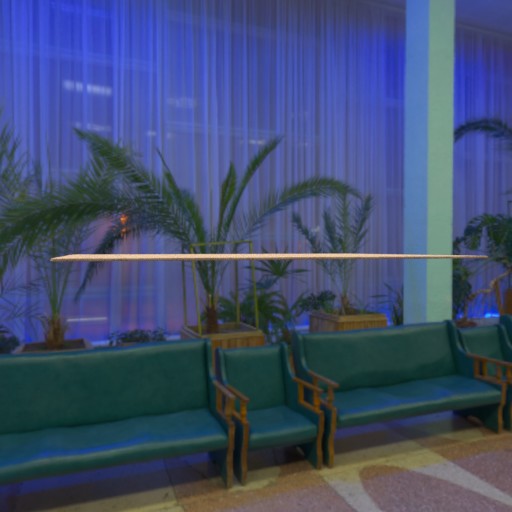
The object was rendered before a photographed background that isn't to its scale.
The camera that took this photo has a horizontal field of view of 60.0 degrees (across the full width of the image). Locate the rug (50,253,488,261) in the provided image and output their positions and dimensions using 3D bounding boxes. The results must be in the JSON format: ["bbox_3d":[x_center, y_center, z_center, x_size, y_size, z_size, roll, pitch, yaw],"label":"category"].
[{"bbox_3d":[0.000,0.000,2.997,2.390,0.015,1.609,0,1,-19],"label":"rug"}]
